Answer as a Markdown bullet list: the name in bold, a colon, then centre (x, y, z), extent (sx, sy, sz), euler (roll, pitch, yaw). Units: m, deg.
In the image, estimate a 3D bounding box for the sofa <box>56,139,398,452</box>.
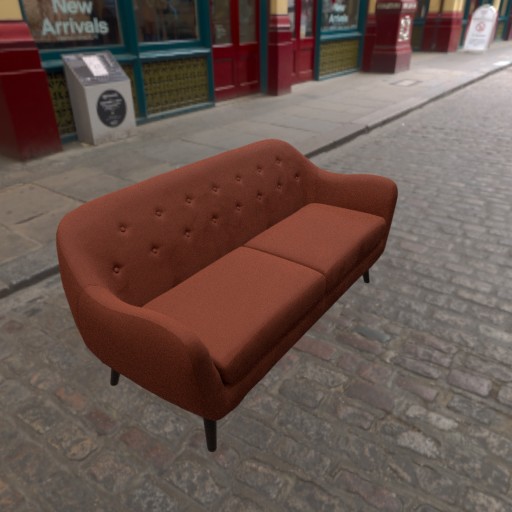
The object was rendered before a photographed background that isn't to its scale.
- **sofa**: centre (0.000, 0.000, 2.246), extent (0.820, 0.836, 1.840), euler (19, 34, 31)
